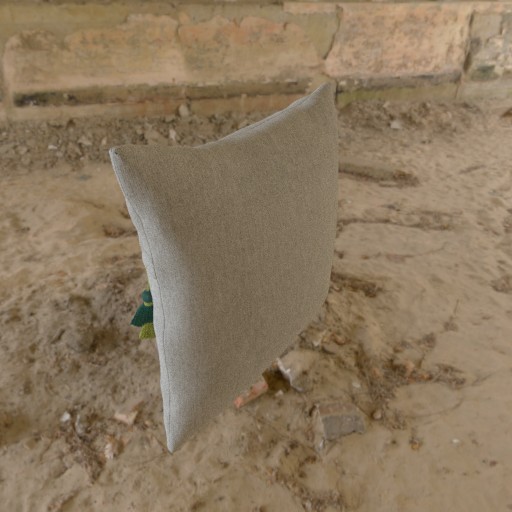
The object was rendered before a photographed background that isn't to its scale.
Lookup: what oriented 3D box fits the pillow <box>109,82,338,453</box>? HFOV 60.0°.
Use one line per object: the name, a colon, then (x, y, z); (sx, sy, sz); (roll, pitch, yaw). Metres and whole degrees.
pillow: (0.000, 0.000, 0.668); (0.173, 0.436, 0.433); (20, 36, 30)
